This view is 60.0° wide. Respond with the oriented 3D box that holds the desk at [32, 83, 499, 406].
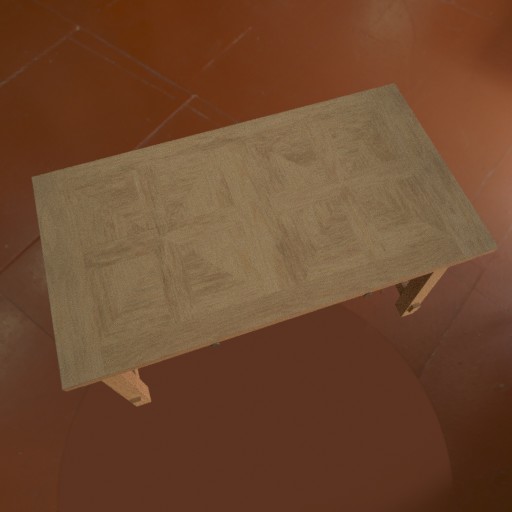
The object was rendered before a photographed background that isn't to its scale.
[{"bbox_3d":[0.000,0.000,1.939,1.499,0.762,0.813,-17,66,-8],"label":"desk"}]
